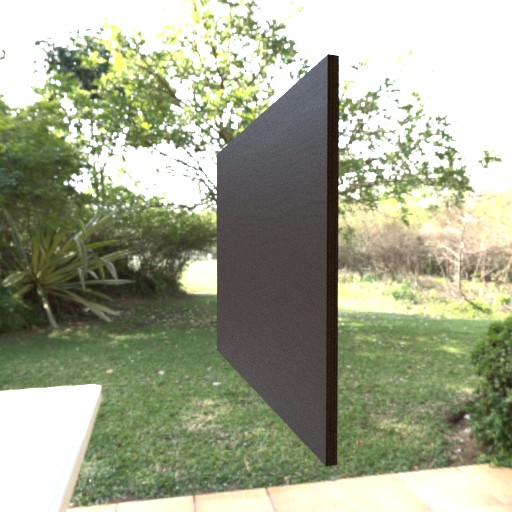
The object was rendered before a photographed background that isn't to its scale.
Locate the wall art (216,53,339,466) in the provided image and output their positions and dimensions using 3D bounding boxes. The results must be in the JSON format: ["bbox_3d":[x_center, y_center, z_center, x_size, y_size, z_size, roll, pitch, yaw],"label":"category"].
[{"bbox_3d":[0.000,0.000,0.680,0.013,0.406,0.508,0,2,-17],"label":"wall art"}]
